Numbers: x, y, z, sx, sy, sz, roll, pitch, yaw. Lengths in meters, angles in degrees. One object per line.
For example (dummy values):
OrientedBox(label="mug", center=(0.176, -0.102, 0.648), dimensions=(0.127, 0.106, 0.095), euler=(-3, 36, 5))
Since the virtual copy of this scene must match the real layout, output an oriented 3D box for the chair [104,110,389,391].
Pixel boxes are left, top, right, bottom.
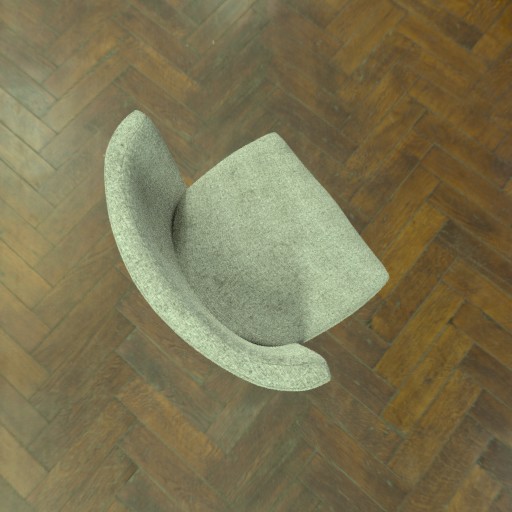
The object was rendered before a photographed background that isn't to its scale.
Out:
OrientedBox(label="chair", center=(0.000, 0.000, 1.310), dimensions=(0.575, 0.827, 0.728), euler=(-34, 79, -8))
